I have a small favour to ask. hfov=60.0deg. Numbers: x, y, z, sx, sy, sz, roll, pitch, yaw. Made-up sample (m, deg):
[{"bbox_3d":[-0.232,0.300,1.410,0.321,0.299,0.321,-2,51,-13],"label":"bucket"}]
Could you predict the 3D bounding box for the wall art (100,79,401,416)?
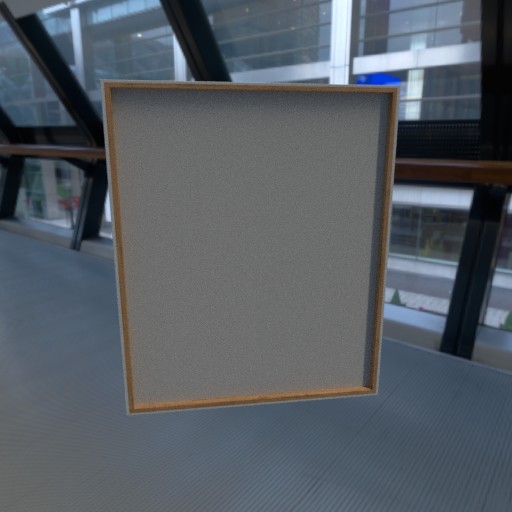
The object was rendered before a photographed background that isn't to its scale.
[{"bbox_3d":[0.000,0.000,0.831,0.508,0.606,0.037,-2,14,-8],"label":"wall art"}]
